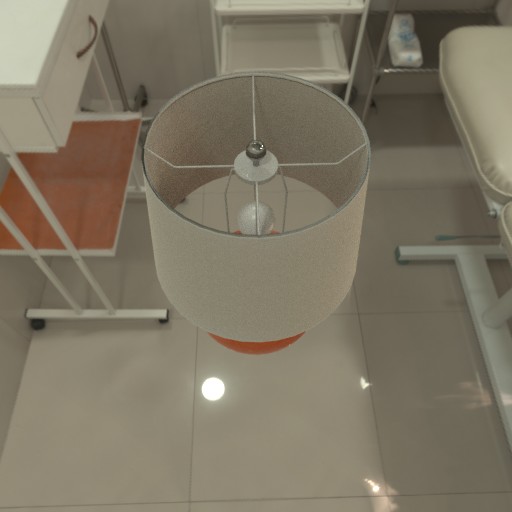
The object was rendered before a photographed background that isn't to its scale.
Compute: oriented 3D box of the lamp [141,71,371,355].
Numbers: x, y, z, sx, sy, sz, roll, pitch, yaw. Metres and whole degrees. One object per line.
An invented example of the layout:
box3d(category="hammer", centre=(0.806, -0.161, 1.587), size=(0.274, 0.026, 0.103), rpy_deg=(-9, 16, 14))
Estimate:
box3d(category="lamp", centre=(0.000, 0.000, 0.563), size=(0.247, 0.387, 0.247), rpy_deg=(0, 58, 0))
